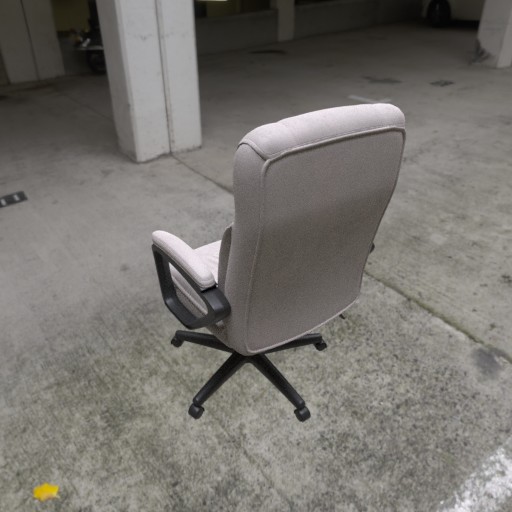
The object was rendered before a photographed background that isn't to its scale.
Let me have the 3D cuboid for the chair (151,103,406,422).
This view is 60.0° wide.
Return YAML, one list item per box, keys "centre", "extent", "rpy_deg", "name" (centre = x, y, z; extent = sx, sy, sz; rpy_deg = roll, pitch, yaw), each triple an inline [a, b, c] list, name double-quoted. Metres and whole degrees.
- centre: [0.000, 0.000, 1.537]
  extent: [0.667, 1.105, 0.724]
  rpy_deg: [-20, 36, -30]
  name: "chair"
